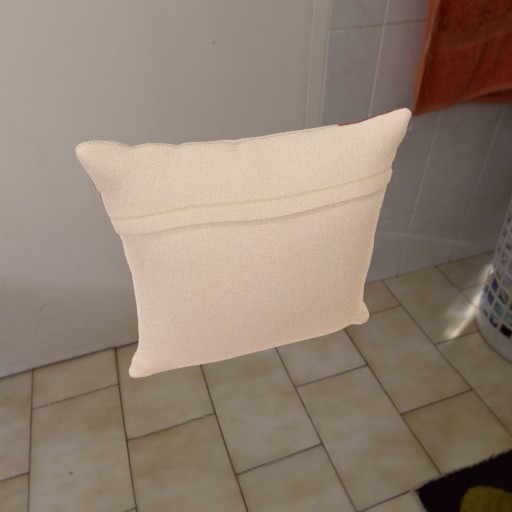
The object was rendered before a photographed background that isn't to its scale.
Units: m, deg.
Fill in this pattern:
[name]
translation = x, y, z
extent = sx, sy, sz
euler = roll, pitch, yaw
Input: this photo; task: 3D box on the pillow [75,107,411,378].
[pillow]
translation = 0.000, 0.000, 0.800
extent = 0.536, 0.506, 0.229
euler = -11, 41, -13
